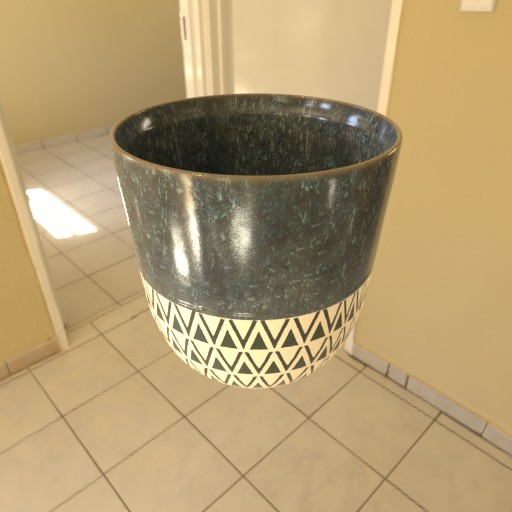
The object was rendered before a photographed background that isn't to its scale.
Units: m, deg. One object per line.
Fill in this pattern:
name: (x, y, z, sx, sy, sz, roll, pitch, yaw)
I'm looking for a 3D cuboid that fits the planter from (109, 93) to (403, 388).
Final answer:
planter: (0.000, 0.000, 0.361, 0.195, 0.214, 0.195, 0, 32, 0)
